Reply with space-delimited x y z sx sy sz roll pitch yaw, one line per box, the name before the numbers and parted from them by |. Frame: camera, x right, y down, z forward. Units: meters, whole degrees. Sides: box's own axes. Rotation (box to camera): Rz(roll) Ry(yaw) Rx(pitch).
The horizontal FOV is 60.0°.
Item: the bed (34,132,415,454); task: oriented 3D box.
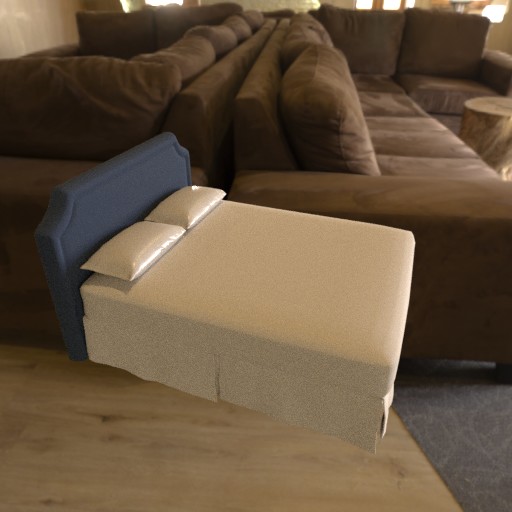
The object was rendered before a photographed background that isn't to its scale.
bed | 0.000 0.000 3.310 2.260 1.297 1.831 11 33 18
